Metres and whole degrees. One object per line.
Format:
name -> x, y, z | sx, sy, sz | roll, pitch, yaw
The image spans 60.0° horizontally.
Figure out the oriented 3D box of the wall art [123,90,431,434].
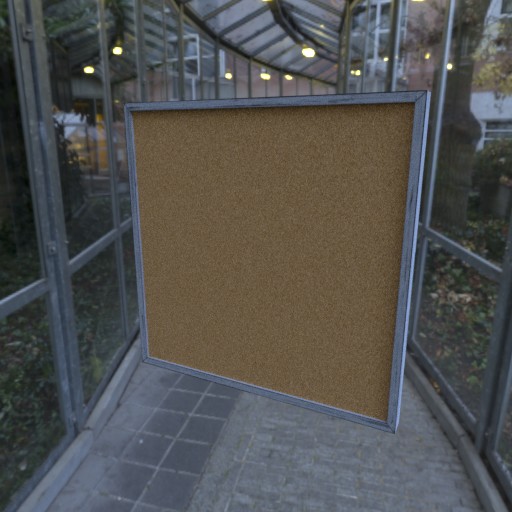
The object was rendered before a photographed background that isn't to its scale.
wall art -> 0.000, 0.000, 0.753 | 0.506, 0.506, 0.038 | 7, 17, 26
